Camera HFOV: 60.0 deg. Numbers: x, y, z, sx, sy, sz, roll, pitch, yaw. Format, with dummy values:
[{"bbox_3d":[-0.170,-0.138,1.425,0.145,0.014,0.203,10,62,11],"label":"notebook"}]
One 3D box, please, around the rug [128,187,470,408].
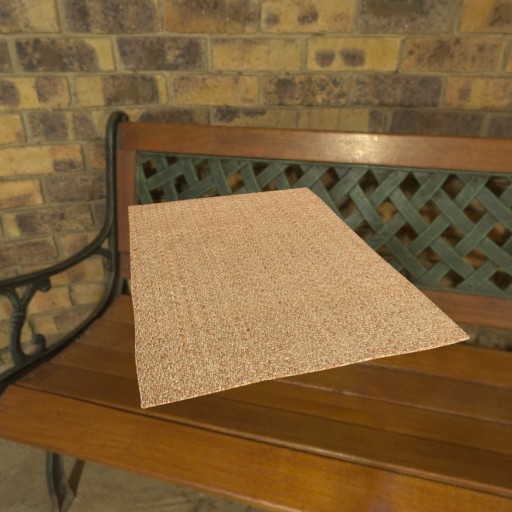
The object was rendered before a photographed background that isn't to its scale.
[{"bbox_3d":[0.000,0.000,2.813,1.566,0.013,2.141,-8,30,-14],"label":"rug"}]
